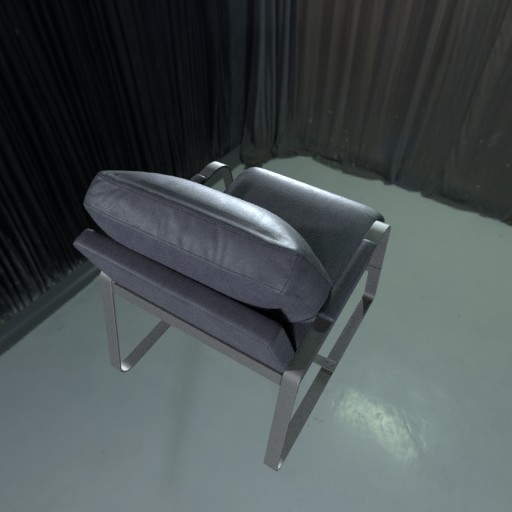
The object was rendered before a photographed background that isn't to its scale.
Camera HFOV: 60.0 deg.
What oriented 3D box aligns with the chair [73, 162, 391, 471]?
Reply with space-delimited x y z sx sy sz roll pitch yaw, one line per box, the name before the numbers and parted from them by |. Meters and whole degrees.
chair | 0.000 0.000 1.473 0.692 0.839 0.878 24 51 22
